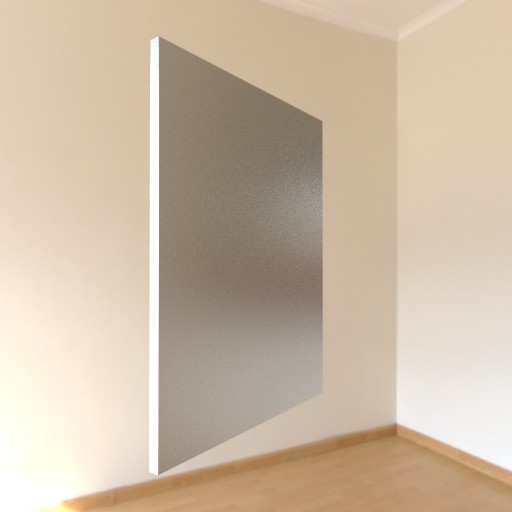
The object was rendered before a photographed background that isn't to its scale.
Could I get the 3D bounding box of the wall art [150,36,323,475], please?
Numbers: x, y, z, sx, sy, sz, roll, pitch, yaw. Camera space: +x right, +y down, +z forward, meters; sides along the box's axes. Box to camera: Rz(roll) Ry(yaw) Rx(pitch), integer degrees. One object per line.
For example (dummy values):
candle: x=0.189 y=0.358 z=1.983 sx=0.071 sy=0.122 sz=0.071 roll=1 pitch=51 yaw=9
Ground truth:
wall art: x=0.000 y=0.000 z=1.391 sx=0.030 sy=1.046 sz=0.816 roll=0 pitch=-1 yaw=37
